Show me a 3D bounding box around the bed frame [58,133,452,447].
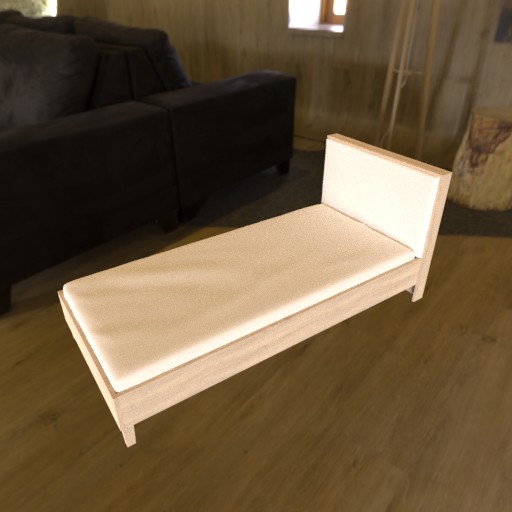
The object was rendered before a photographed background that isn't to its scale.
[{"bbox_3d":[0.000,0.000,2.696,2.140,0.920,0.990,-20,36,-29],"label":"bed frame"}]
